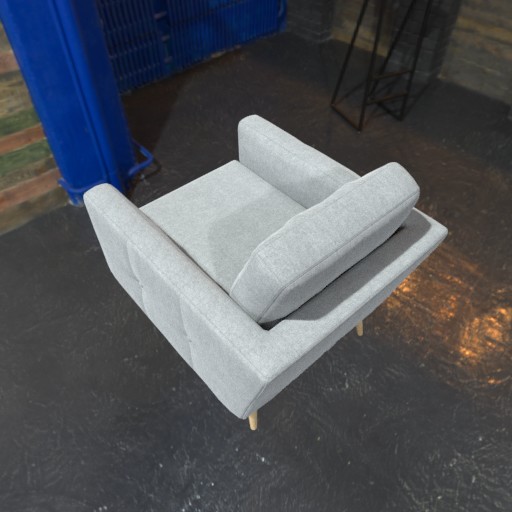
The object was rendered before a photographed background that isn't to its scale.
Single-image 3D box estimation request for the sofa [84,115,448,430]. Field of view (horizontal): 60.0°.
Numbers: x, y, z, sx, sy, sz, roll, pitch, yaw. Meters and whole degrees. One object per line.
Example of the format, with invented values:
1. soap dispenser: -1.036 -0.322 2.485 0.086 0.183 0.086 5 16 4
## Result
1. sofa: 0.000 0.000 1.538 0.770 0.860 0.920 -33 56 -27
